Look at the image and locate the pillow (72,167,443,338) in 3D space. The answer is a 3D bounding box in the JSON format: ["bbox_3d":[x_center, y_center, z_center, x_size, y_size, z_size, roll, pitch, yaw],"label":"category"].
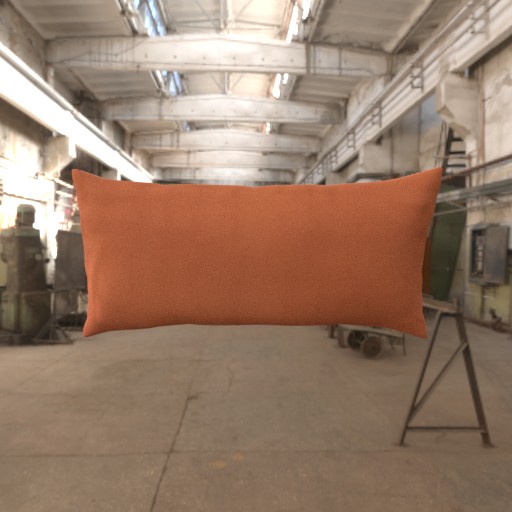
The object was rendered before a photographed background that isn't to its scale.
[{"bbox_3d":[0.000,0.000,0.756,0.608,0.292,0.156,0,1,0],"label":"pillow"}]
